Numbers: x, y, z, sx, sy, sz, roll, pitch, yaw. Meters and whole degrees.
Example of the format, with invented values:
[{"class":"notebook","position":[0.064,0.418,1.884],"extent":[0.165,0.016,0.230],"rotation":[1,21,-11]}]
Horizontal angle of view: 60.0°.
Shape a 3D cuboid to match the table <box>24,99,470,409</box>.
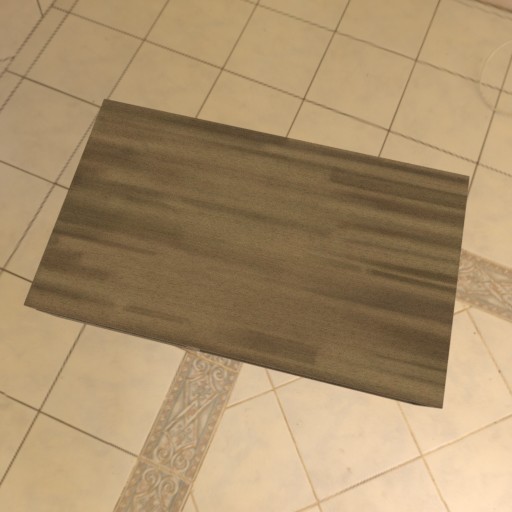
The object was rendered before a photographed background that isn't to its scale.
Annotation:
[{"class":"table","position":[0.000,0.000,1.365],"extent":[1.088,0.347,0.643],"rotation":[13,74,4]}]
